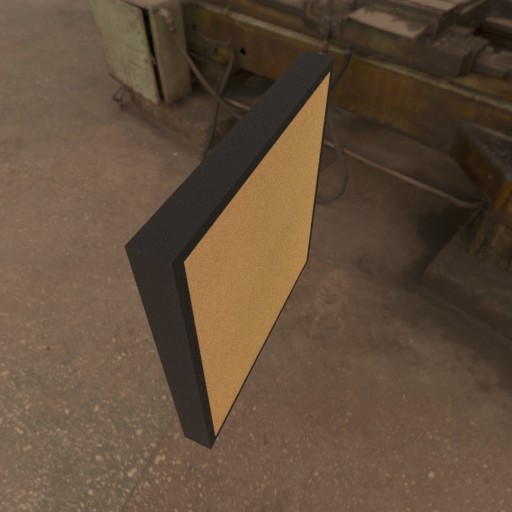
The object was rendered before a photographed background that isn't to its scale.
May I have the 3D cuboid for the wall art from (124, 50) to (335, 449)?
[{"bbox_3d":[0.000,0.000,0.466,0.033,0.304,0.305,19,50,16],"label":"wall art"}]
